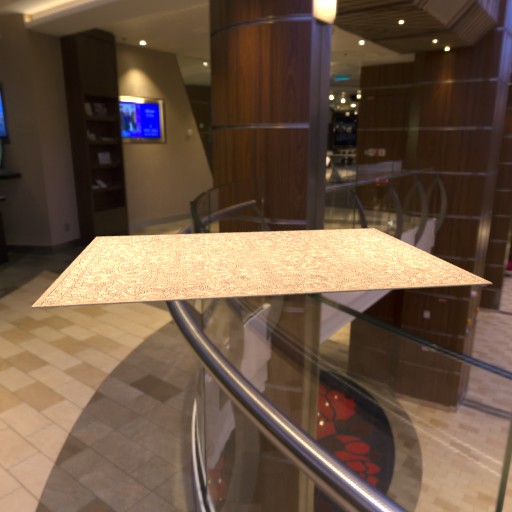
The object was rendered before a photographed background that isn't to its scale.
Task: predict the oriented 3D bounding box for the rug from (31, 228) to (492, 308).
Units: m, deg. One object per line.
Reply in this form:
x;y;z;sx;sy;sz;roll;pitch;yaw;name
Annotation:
0.000;0.000;2.315;1.827;0.006;1.221;-2;15;-8;rug
